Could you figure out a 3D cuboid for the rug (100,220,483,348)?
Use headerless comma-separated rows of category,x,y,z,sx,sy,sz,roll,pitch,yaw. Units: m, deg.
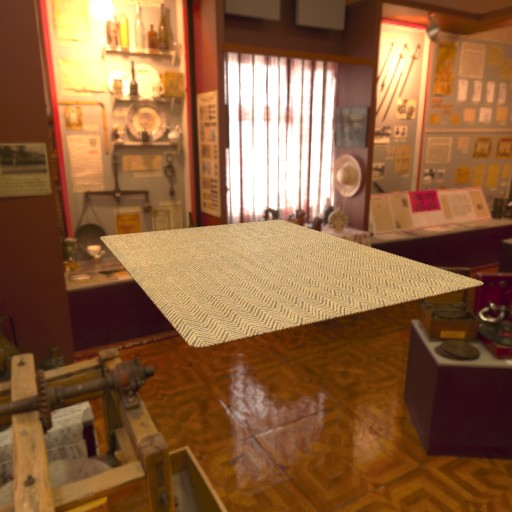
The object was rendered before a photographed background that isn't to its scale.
rug,0.000,0.000,4.318,2.439,0.014,3.207,-8,17,-27
